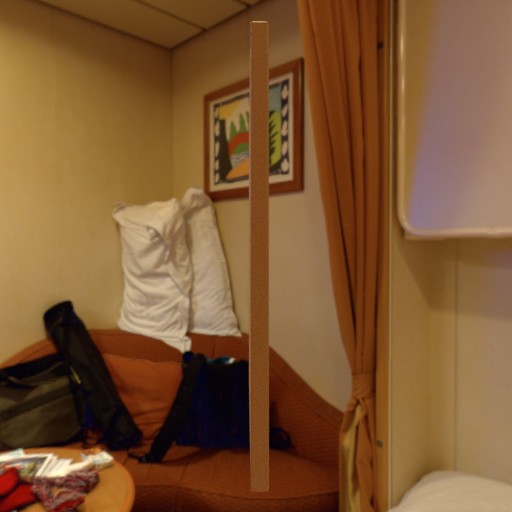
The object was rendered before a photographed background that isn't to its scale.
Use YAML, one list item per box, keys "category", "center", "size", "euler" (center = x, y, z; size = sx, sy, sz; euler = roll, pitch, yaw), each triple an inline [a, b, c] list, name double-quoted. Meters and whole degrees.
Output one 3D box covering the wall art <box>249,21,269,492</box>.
- category: "wall art"
  center: [0.000, 0.000, 0.511]
  size: [0.015, 0.379, 0.310]
  euler: [0, 1, -1]
